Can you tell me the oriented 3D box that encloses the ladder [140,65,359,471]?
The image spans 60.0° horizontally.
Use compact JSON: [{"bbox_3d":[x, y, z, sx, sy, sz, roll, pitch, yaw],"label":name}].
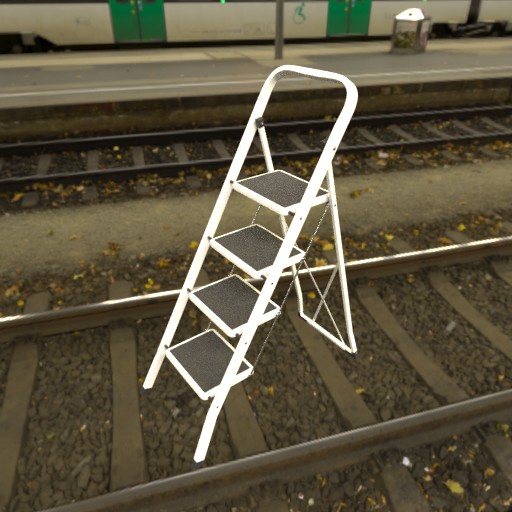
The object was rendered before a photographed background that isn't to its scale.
[{"bbox_3d":[0.000,0.000,1.664,0.914,1.265,0.460,-21,37,-31],"label":"ladder"}]
